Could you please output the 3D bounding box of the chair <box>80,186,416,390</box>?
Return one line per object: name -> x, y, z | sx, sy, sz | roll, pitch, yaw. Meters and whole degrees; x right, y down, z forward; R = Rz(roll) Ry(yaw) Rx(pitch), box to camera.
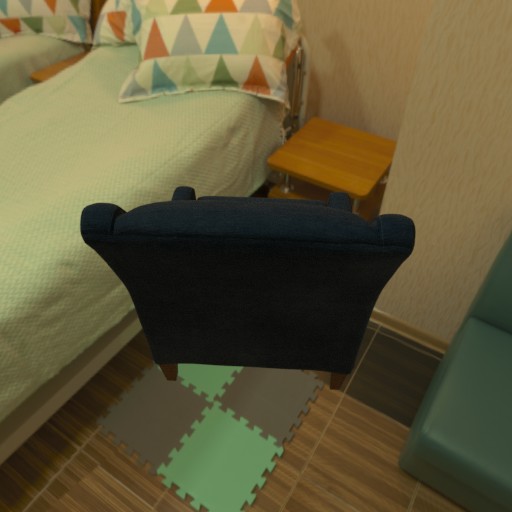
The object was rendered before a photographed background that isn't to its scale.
chair -> 0.000, 0.000, 1.609 | 0.774, 1.014, 0.870 | 2, 45, 2
